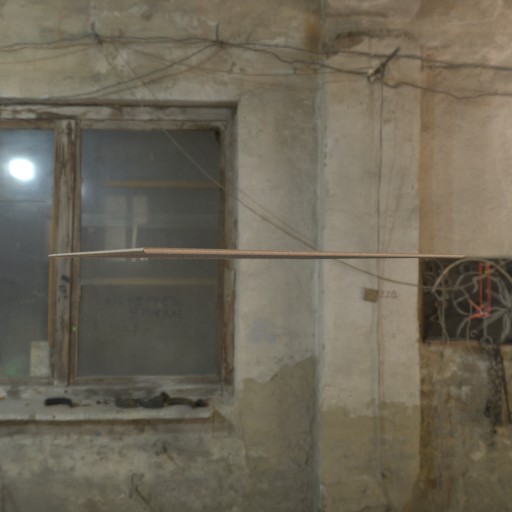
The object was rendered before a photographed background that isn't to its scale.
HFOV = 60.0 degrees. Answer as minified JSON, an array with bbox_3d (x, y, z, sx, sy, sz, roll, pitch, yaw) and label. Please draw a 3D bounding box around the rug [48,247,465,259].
[{"bbox_3d":[0.000,0.000,2.718,2.081,0.020,1.525,1,-1,-36],"label":"rug"}]
